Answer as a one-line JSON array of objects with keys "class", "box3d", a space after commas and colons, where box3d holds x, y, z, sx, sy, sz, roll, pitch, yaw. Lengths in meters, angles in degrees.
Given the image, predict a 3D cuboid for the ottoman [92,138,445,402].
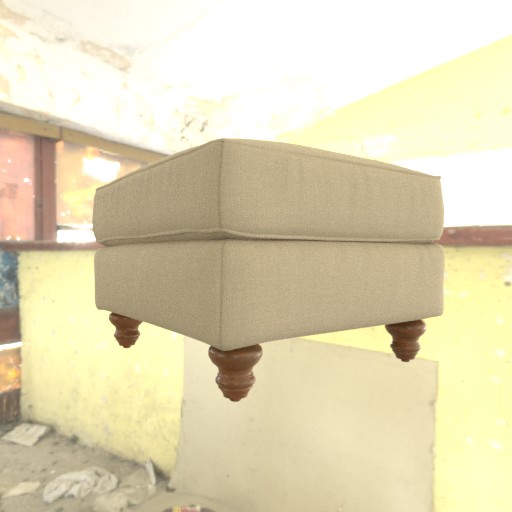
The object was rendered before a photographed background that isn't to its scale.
[{"class": "ottoman", "box3d": [0.000, 0.000, 1.147, 0.662, 0.505, 0.716, 0, 0, -36]}]
